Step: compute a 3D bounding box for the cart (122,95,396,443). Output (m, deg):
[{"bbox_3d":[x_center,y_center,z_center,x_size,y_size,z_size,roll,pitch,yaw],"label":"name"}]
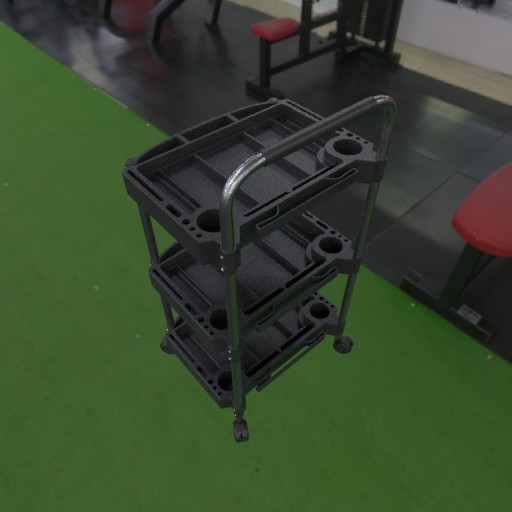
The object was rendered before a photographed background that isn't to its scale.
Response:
[{"bbox_3d":[0.000,0.000,1.360,0.584,1.075,0.518,-32,54,-27],"label":"cart"}]
